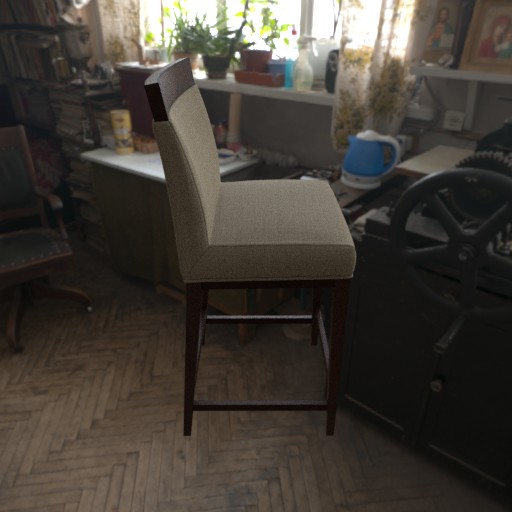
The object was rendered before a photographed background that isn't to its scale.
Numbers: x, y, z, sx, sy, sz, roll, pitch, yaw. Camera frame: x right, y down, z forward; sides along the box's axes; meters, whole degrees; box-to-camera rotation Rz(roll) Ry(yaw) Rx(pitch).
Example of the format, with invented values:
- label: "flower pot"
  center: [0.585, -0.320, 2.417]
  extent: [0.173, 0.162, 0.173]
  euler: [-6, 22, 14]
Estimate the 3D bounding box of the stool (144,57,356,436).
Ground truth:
- label: "stool"
  center: [0.000, 0.000, 1.282]
  extent: [0.480, 1.011, 0.463]
  euler: [0, 30, 0]
